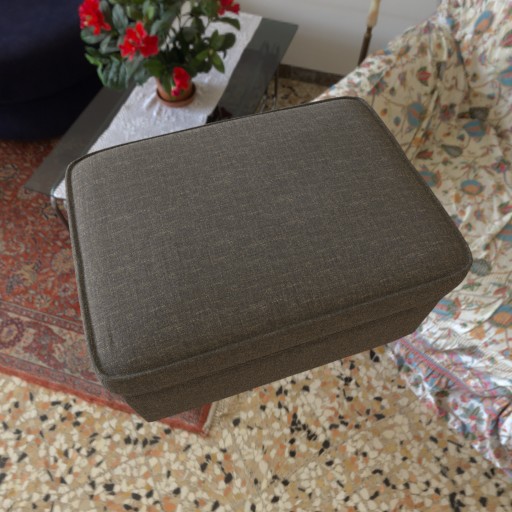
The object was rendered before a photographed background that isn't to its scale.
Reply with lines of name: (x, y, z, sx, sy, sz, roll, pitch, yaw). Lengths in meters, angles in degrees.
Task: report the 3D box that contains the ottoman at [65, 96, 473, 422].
ottoman: (0.000, 0.000, 1.069, 0.749, 0.450, 0.549, -16, 60, -10)
